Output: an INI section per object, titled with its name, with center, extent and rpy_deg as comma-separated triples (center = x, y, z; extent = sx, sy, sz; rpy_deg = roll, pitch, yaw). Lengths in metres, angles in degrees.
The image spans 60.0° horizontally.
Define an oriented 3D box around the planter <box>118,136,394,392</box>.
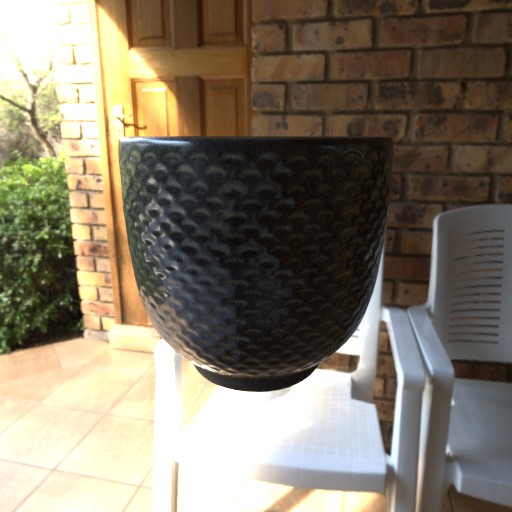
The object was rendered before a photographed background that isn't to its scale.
[planter]
center = 0.000, 0.000, 0.307
extent = 0.172, 0.160, 0.172
rpy_deg = 0, 15, 0
